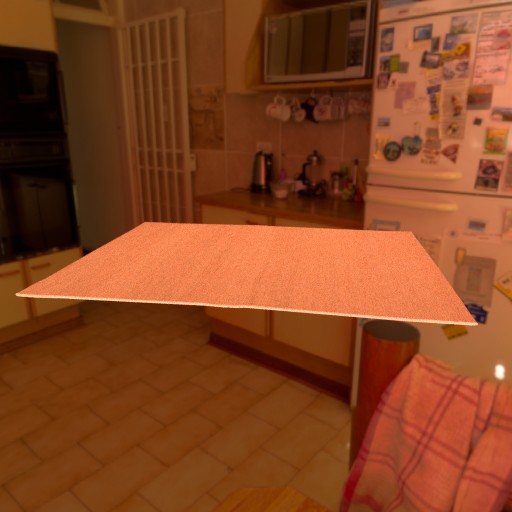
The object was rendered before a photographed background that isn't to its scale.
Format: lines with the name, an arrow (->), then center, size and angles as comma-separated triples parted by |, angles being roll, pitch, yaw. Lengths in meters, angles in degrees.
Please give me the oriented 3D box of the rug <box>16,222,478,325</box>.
rug -> 0.000, 0.000, 4.140 | 3.202, 0.045, 2.434 | 3, 17, 9
